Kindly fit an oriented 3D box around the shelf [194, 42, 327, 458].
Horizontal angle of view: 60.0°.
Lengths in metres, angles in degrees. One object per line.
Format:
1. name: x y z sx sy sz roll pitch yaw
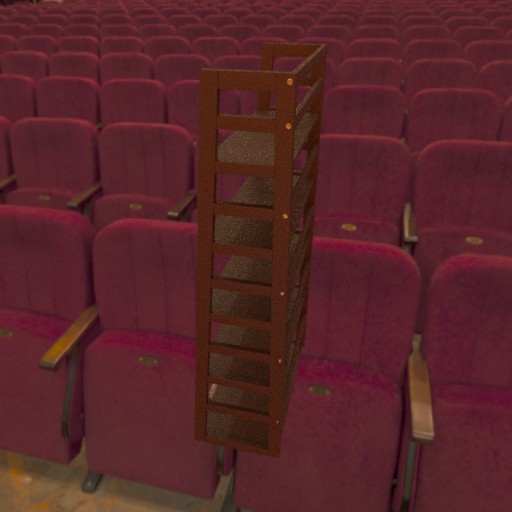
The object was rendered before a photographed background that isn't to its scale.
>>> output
1. shelf: 0.000 0.000 1.917 0.403 1.600 0.763 7 32 12
